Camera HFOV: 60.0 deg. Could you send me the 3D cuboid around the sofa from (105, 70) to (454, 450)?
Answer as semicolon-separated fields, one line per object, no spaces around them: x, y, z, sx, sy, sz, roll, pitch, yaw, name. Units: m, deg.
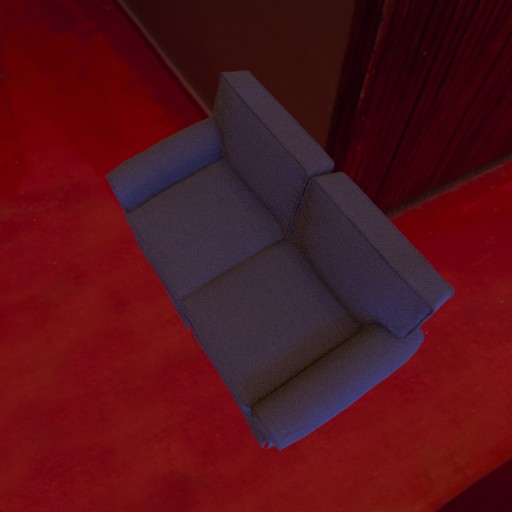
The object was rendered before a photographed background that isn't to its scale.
0.000;0.000;2.438;0.997;1.059;1.801;-31;67;-15;sofa
